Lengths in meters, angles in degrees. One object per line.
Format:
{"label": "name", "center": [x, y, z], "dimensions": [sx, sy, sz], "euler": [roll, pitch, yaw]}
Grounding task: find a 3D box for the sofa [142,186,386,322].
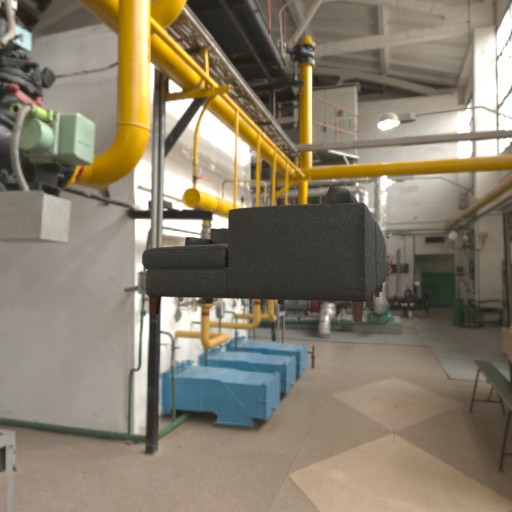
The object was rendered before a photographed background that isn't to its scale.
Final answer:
{"label": "sofa", "center": [0.000, 0.000, 4.768], "dimensions": [2.593, 0.923, 3.460], "euler": [0, -1, 18]}
